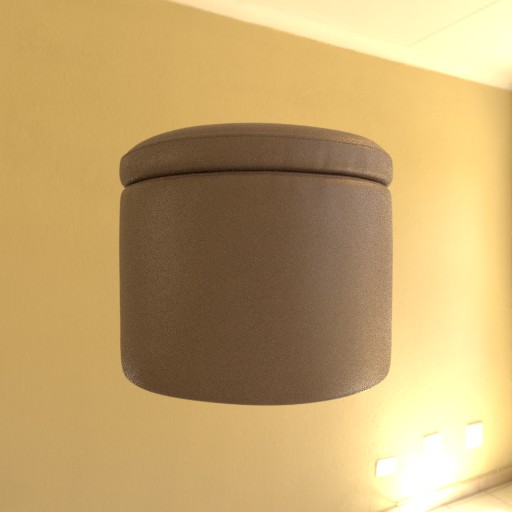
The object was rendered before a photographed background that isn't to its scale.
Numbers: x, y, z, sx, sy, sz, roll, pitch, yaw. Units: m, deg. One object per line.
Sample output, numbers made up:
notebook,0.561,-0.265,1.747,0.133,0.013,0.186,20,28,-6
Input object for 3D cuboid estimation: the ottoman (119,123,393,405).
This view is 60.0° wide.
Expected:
ottoman,0.000,0.000,0.847,0.500,0.409,0.500,0,1,0
